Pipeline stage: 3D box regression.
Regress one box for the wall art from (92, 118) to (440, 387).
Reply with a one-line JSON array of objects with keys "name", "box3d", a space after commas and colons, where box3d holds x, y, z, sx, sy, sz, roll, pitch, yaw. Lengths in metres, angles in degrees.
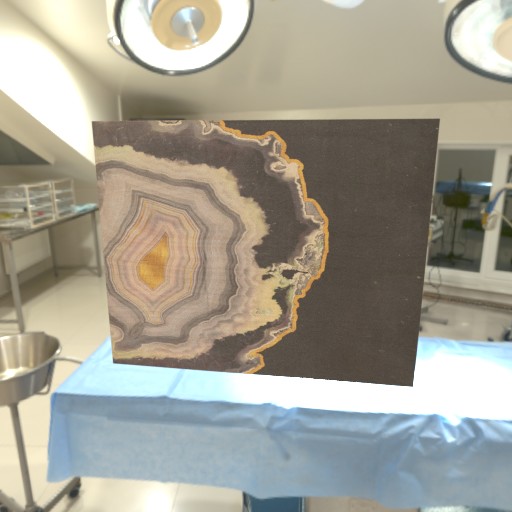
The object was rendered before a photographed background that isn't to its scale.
[{"name": "wall art", "box3d": [0.000, 0.000, 0.695, 0.508, 0.408, 0.010, 2, 15, 9]}]
